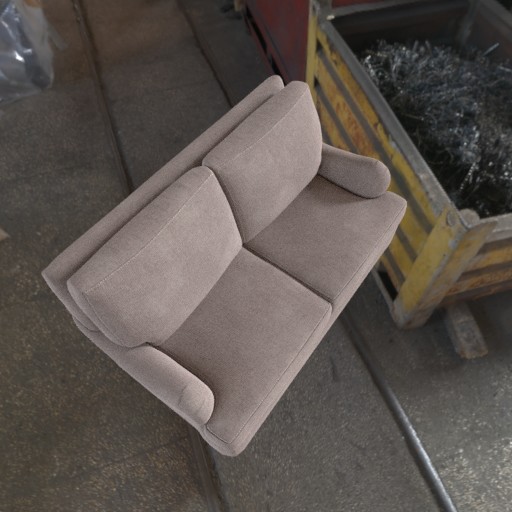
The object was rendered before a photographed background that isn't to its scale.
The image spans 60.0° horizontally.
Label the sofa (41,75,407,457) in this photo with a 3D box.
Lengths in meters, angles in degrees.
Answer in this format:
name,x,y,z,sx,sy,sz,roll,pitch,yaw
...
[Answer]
name,x,y,z,sx,sy,sz,roll,pitch,yaw
sofa,0.000,0.000,2.535,1.084,1.101,1.853,32,62,19
